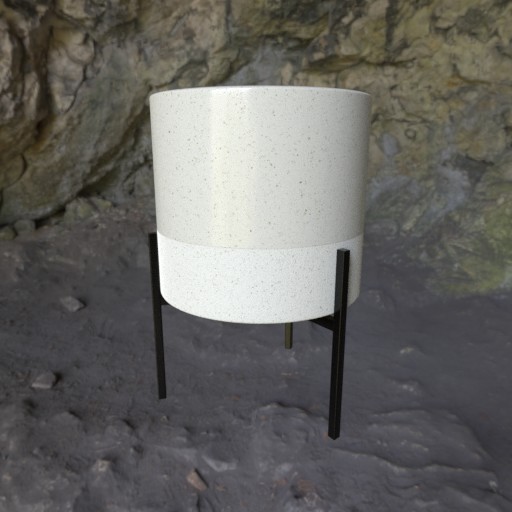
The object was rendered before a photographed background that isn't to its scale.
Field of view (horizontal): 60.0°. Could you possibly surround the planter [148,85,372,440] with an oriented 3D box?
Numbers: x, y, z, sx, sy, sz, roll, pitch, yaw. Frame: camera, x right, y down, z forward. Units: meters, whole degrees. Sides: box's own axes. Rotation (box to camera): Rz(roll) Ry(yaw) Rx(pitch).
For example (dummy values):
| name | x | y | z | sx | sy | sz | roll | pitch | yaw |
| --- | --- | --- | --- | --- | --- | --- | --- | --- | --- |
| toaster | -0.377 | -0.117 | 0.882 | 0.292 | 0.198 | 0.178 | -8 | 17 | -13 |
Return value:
| name | x | y | z | sx | sy | sz | roll | pitch | yaw |
| --- | --- | --- | --- | --- | --- | --- | --- | --- | --- |
| planter | 0.000 | 0.000 | 0.340 | 0.159 | 0.230 | 0.152 | -2 | 15 | -9 |
